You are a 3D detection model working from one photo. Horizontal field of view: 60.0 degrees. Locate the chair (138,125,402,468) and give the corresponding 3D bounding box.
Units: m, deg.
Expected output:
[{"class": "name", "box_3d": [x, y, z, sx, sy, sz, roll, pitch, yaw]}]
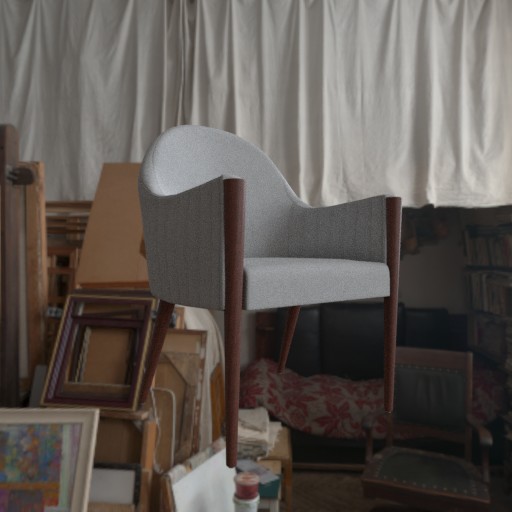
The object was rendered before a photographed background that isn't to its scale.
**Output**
[{"class": "chair", "box_3d": [0.000, 0.000, 1.318, 0.610, 0.889, 0.620, -1, 1, -37]}]
